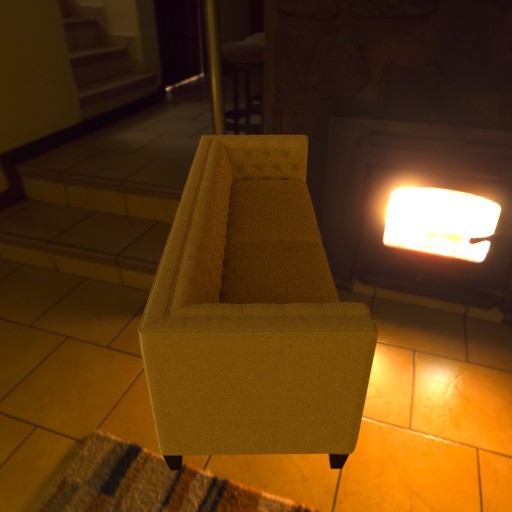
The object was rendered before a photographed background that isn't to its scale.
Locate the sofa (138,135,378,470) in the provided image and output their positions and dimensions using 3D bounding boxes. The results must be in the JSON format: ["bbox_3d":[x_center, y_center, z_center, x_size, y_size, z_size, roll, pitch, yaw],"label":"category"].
[{"bbox_3d":[0.000,0.000,2.511,0.775,0.762,2.159,0,31,0],"label":"sofa"}]
